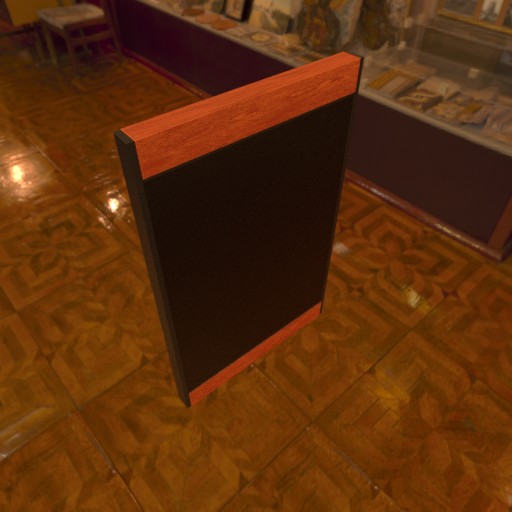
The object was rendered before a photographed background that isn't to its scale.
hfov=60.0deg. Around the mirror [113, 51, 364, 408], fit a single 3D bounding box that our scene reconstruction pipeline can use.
[{"bbox_3d":[0.000,0.000,1.067,0.525,0.823,0.047,-30,52,-27],"label":"mirror"}]
